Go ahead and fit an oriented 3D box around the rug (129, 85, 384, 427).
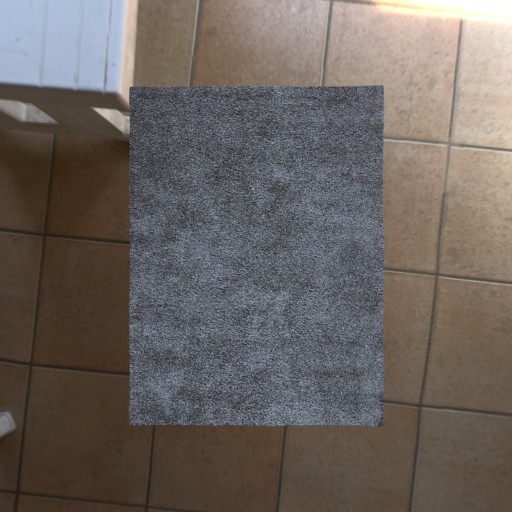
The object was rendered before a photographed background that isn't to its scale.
[{"bbox_3d":[0.000,0.000,2.093,1.198,0.025,1.601,0,90,1],"label":"rug"}]
